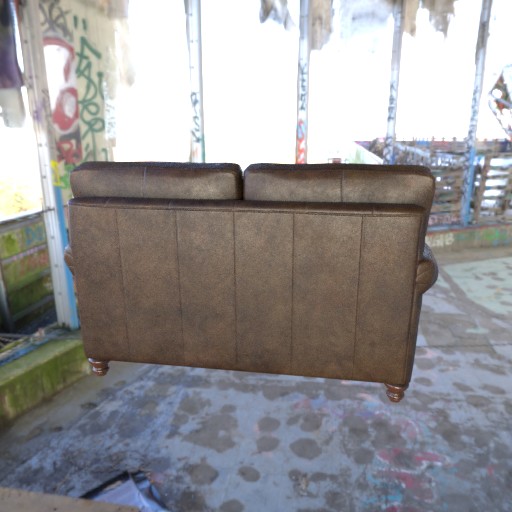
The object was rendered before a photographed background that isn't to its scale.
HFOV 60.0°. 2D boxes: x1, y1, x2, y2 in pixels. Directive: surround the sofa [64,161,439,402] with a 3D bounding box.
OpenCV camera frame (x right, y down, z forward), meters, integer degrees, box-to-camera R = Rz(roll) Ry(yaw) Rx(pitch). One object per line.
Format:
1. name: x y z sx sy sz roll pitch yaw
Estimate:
1. sofa: 0.000 0.000 2.257 1.616 0.976 0.990 2 16 9
